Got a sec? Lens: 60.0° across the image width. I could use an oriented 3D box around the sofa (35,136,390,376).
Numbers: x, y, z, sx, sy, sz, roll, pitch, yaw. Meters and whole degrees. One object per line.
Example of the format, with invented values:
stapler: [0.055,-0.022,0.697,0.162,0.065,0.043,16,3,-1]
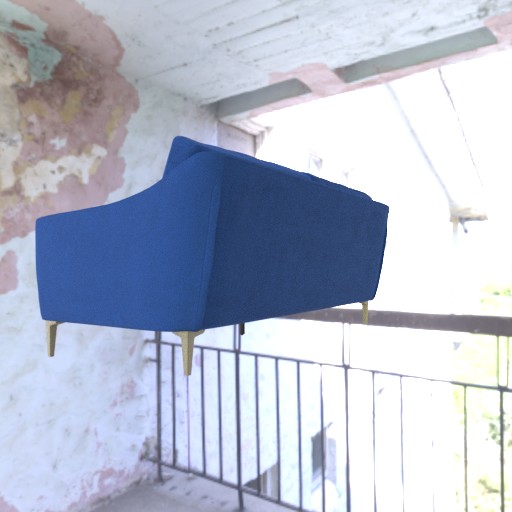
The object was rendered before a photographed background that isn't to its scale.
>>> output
sofa: [0.000,0.000,2.484,0.960,0.903,2.036,-1,-1,36]
